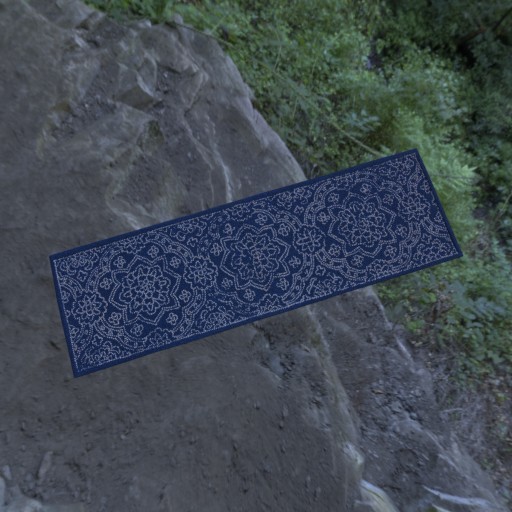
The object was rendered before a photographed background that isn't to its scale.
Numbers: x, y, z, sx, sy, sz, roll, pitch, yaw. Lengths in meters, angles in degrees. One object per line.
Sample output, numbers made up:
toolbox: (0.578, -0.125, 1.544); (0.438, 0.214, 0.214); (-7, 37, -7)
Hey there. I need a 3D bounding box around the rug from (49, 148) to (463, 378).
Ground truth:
rug: (0.000, 0.000, 2.731); (2.448, 0.012, 0.769); (-17, 77, -4)
